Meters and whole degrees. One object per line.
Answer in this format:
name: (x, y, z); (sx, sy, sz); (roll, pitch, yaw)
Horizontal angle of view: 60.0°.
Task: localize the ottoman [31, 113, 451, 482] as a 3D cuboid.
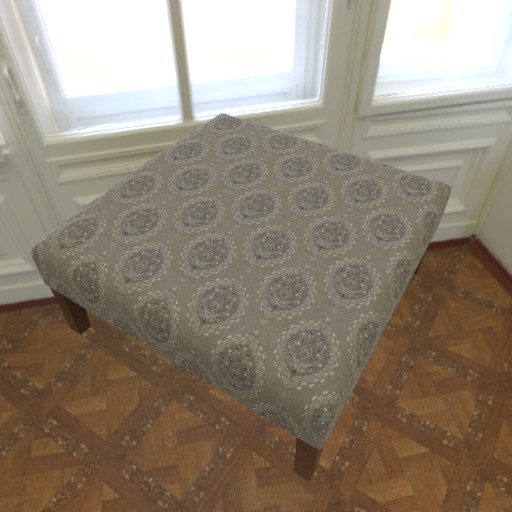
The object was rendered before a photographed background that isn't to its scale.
ottoman: (0.000, 0.000, 1.388); (0.889, 0.411, 0.890); (24, 50, 22)
